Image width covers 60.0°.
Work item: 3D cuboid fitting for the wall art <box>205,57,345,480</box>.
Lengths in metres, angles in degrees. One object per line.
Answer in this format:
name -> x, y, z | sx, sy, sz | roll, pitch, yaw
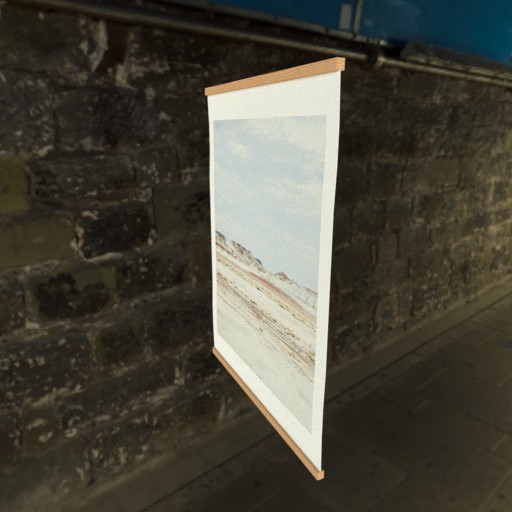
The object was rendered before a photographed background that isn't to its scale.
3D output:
wall art -> 0.000, 0.000, 0.805 | 0.011, 0.605, 0.458 | -8, 18, -25
